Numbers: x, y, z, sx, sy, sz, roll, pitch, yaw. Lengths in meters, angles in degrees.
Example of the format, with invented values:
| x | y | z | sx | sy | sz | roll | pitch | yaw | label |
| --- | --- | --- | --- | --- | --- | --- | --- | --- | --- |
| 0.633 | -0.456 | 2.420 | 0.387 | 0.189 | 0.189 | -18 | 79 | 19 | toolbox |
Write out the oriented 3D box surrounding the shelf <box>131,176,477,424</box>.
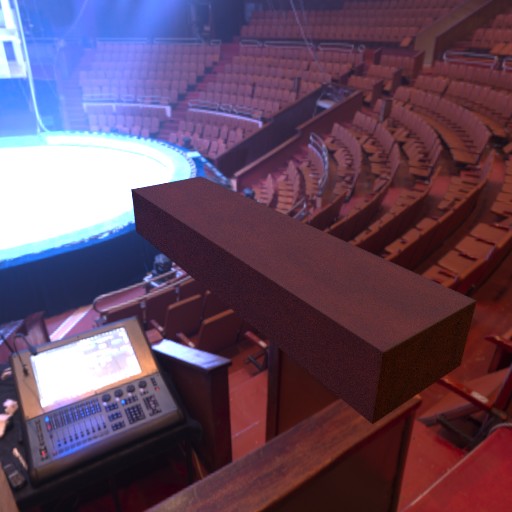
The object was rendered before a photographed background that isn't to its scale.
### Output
| x | y | z | sx | sy | sz | roll | pitch | yaw | label |
| --- | --- | --- | --- | --- | --- | --- | --- | --- | --- |
| 0.000 | 0.000 | 0.680 | 0.152 | 0.088 | 0.607 | -17 | 31 | -32 | shelf |
